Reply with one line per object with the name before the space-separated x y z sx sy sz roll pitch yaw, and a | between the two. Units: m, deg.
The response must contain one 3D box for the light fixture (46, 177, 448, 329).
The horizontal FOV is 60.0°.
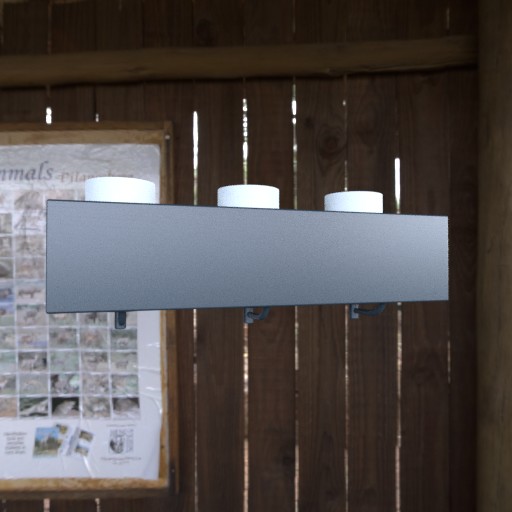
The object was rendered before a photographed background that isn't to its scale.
light fixture | 0.000 0.000 0.544 0.451 0.172 0.145 0 -1 -18
